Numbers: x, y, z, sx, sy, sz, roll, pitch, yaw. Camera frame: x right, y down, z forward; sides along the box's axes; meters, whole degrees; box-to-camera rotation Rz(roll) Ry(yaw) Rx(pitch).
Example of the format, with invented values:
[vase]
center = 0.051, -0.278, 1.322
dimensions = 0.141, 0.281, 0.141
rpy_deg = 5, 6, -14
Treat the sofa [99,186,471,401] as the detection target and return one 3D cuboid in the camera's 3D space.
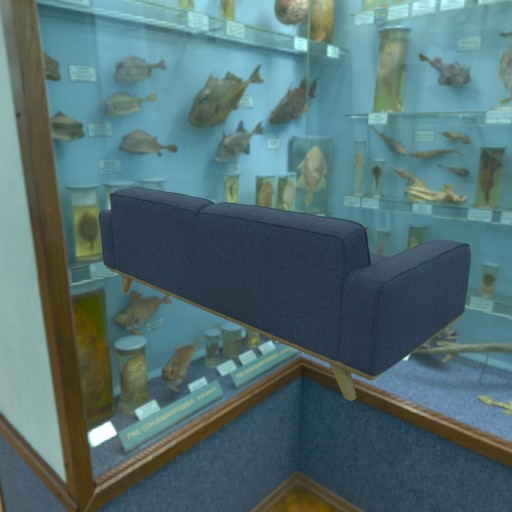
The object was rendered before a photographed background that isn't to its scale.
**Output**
[sofa]
center = 0.000, 0.000, 2.776
dimensions = 2.270, 0.782, 0.953
rpy_deg = 15, 21, 42
